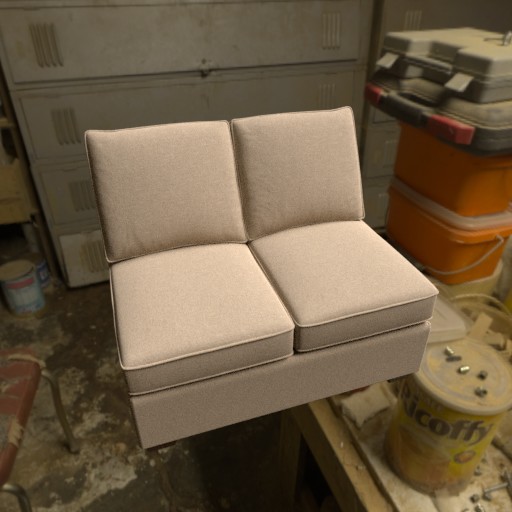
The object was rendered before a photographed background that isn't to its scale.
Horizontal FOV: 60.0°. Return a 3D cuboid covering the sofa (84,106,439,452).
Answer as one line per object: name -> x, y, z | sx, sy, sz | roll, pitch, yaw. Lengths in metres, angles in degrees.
sofa -> 0.000, 0.000, 1.910 | 1.237, 1.008, 0.951 | -10, 34, -16
